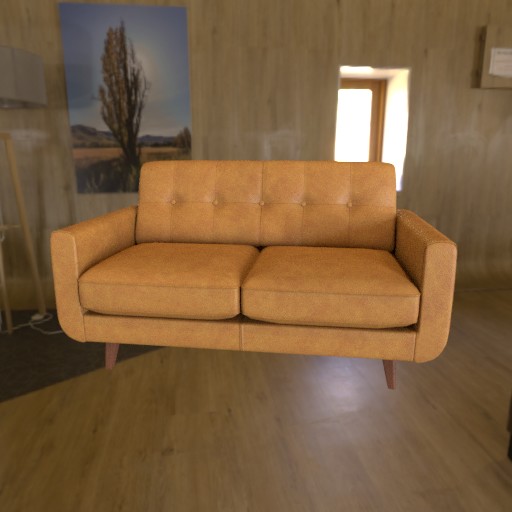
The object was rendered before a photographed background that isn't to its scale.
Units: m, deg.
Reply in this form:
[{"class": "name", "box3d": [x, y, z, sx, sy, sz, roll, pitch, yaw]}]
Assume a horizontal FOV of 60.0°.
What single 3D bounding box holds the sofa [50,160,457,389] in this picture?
[{"class": "sofa", "box3d": [0.000, 0.000, 2.222, 1.651, 0.925, 0.952, 2, 13, 8]}]
